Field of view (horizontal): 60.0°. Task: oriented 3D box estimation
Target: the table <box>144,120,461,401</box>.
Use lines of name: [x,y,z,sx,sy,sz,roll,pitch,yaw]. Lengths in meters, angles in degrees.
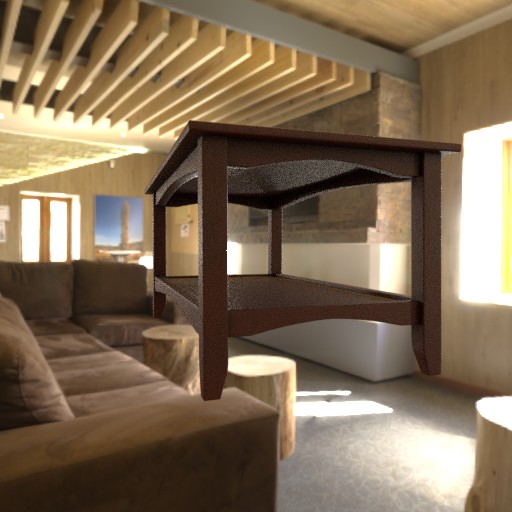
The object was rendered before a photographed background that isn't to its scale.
table: [0.000,0.000,1.231,0.533,0.456,0.943,0,2,-18]
